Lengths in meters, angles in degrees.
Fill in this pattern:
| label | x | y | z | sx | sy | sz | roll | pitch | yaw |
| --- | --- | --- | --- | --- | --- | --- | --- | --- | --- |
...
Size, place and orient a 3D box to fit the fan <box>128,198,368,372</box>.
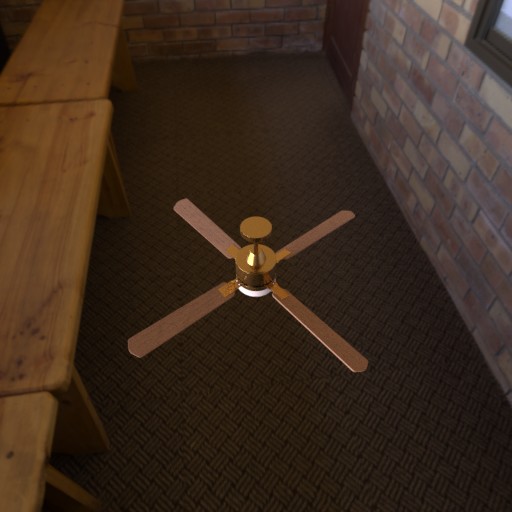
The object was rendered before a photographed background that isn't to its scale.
| label | x | y | z | sx | sy | sz | roll | pitch | yaw |
| --- | --- | --- | --- | --- | --- | --- | --- | --- | --- |
| fan | 0.000 | 0.000 | 1.989 | 1.320 | 0.355 | 1.320 | -31 | 54 | -26 |
